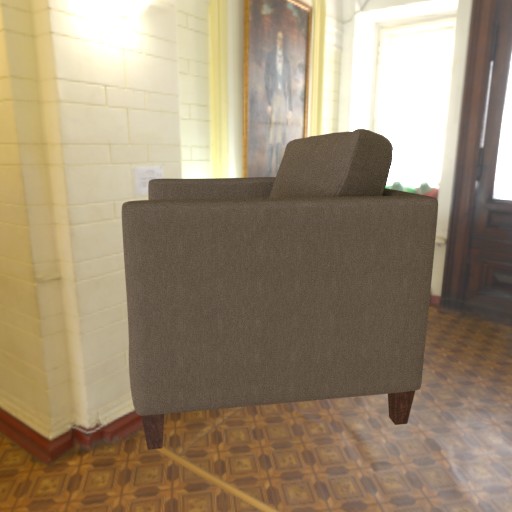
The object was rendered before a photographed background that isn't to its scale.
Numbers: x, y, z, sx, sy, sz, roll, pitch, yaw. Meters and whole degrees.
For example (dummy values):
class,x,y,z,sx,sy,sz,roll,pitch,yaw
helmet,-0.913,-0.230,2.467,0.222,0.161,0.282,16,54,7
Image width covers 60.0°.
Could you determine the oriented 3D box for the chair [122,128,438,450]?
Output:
class,x,y,z,sx,sy,sz,roll,pitch,yaw
chair,0.000,0.000,1.808,0.959,0.963,1.107,-2,13,-9
